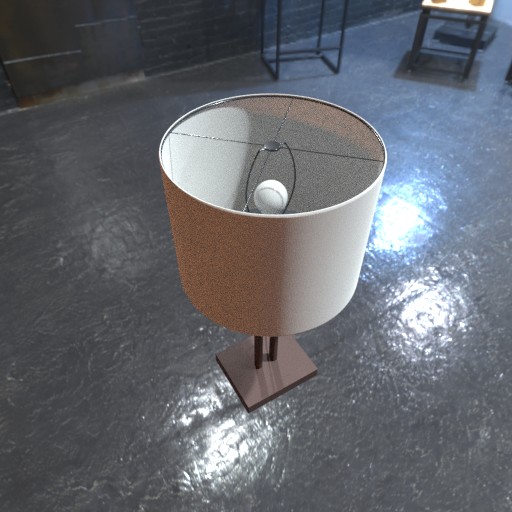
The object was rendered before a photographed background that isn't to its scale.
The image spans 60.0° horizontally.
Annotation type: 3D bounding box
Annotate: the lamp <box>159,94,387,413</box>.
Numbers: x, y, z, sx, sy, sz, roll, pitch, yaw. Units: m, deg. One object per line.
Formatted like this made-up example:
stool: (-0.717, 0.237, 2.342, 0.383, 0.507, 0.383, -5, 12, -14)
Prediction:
lamp: (0.000, 0.000, 0.995, 0.396, 0.668, 0.525, -23, 49, -21)
